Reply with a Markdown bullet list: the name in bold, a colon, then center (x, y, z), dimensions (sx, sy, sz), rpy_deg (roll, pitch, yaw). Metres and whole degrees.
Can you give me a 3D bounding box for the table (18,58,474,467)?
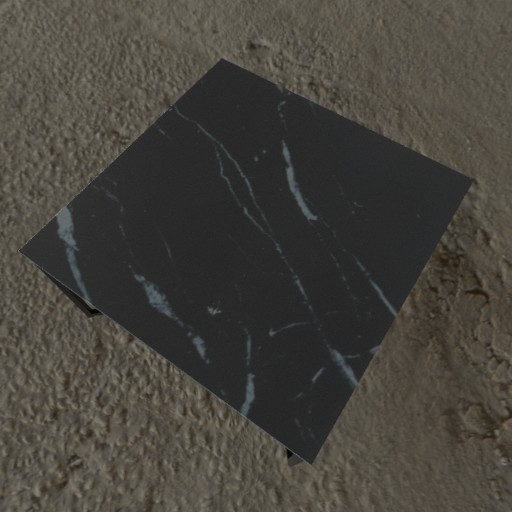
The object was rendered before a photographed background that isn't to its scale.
- **table**: center (0.000, 0.000, 1.281), dimensions (0.800, 0.450, 0.800), rpy_deg (31, 67, 15)
